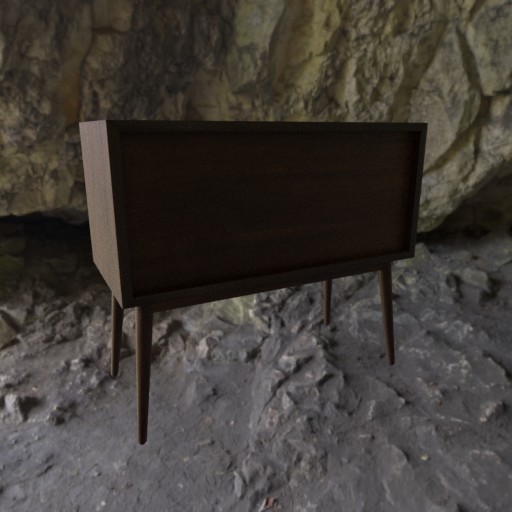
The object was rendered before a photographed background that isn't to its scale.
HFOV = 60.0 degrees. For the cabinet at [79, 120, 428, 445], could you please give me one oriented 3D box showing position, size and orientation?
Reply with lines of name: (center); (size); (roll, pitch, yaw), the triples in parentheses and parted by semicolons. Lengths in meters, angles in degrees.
cabinet: (0.000, 0.000, 1.135); (0.743, 0.654, 0.354); (-8, 18, -27)
